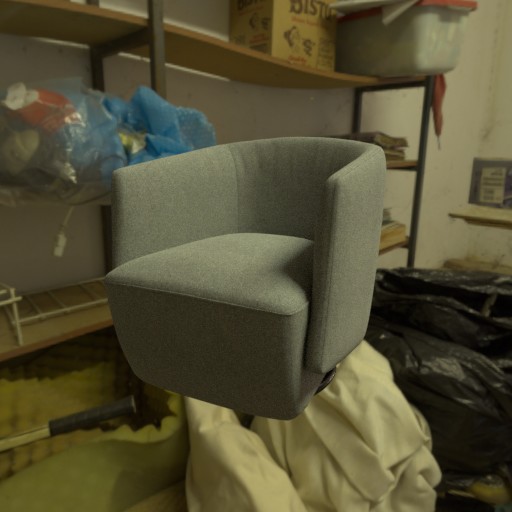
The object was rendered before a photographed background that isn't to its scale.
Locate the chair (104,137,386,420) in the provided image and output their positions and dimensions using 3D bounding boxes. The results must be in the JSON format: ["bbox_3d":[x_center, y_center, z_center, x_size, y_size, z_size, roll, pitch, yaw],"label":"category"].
[{"bbox_3d":[0.000,0.000,1.648,0.822,0.861,0.986,7,16,25],"label":"chair"}]
